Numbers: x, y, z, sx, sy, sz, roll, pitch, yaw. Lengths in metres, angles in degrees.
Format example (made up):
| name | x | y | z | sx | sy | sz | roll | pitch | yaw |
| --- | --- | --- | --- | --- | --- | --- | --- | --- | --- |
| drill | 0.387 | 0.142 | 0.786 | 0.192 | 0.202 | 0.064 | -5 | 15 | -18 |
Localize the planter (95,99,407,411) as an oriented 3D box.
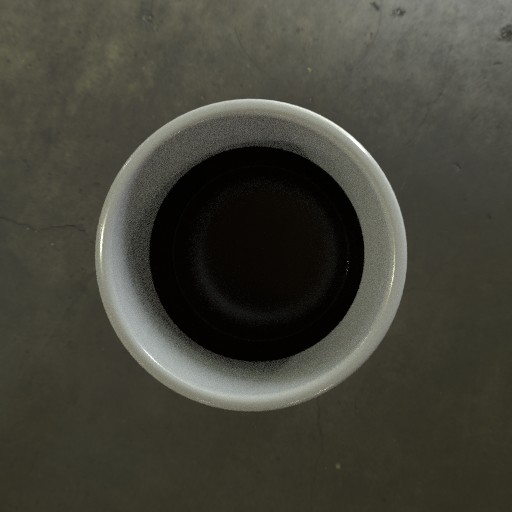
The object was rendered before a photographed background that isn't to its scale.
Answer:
| name | x | y | z | sx | sy | sz | roll | pitch | yaw |
| --- | --- | --- | --- | --- | --- | --- | --- | --- | --- |
| planter | 0.000 | 0.000 | 0.636 | 0.310 | 0.432 | 0.310 | 0 | 91 | 3 |
